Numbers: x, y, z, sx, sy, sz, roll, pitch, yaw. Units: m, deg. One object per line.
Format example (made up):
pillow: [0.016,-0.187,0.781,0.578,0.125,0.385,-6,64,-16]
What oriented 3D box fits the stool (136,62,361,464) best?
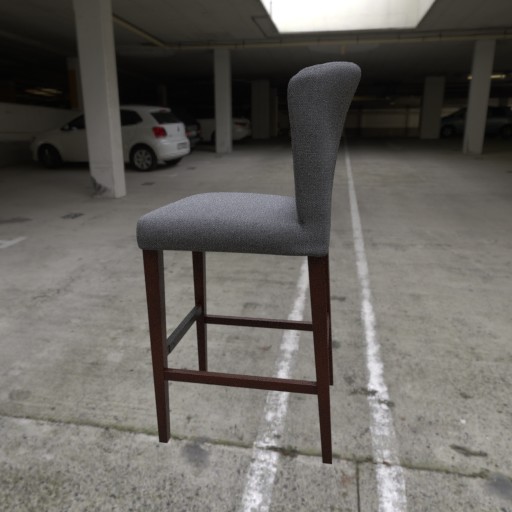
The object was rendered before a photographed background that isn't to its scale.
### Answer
stool: [0.000,0.000,1.359,0.568,1.069,0.486,3,15,10]
